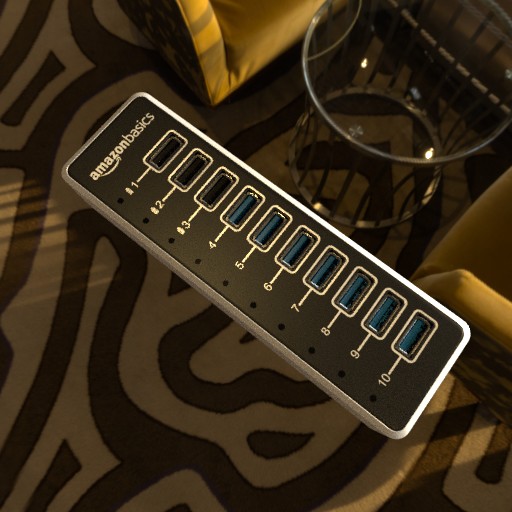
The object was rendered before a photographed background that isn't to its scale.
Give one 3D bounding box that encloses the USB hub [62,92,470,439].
[{"bbox_3d":[0.000,0.000,0.160,0.145,0.023,0.044,37,78,9],"label":"USB hub"}]
